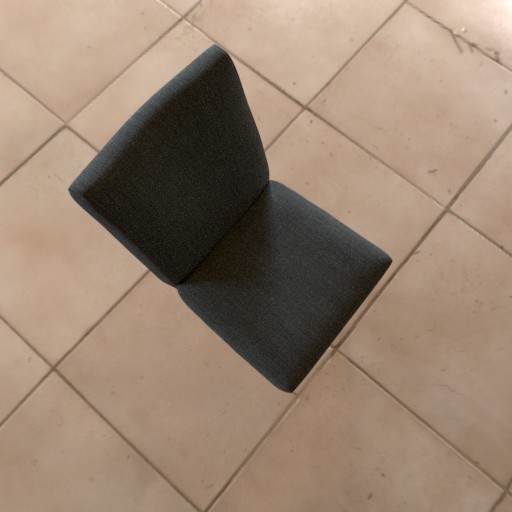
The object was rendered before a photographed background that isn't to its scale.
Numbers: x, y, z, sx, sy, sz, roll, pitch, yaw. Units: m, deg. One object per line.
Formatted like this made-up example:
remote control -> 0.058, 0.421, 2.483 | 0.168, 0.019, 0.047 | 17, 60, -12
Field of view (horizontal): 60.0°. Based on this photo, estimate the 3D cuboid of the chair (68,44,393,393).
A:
chair -> 0.000, 0.000, 1.263 | 0.629, 0.884, 0.487 | 38, 78, 10
